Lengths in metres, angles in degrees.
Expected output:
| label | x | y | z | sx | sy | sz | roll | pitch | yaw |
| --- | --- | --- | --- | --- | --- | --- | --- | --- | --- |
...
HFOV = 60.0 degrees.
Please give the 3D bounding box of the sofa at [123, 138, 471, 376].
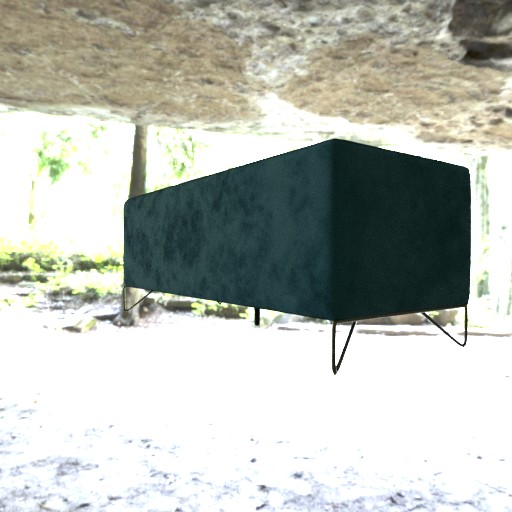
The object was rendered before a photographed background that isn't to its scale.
| label | x | y | z | sx | sy | sz | roll | pitch | yaw |
| --- | --- | --- | --- | --- | --- | --- | --- | --- | --- |
| sofa | 0.000 | 0.000 | 2.524 | 0.867 | 0.789 | 2.087 | 0 | 0 | -36 |
